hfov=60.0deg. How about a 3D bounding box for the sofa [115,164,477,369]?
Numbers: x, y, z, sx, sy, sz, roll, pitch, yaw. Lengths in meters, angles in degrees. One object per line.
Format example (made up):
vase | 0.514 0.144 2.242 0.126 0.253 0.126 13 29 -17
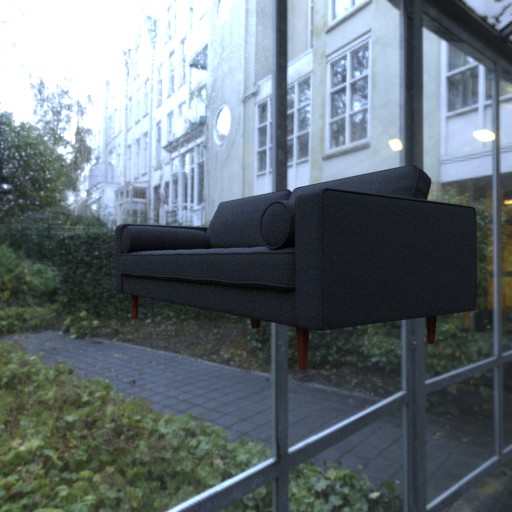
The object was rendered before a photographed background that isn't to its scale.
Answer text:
sofa | 0.000 0.000 2.313 0.914 0.759 1.875 0 0 -36
